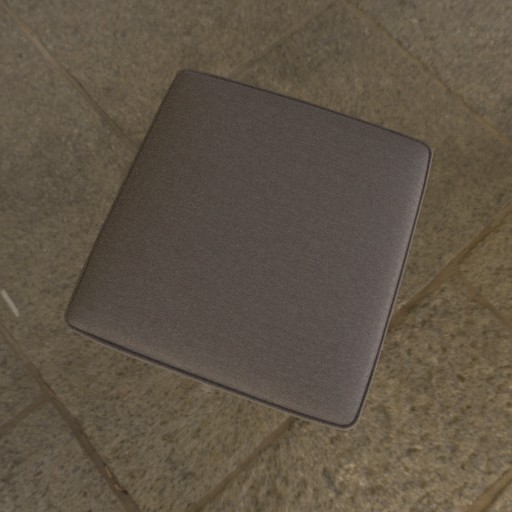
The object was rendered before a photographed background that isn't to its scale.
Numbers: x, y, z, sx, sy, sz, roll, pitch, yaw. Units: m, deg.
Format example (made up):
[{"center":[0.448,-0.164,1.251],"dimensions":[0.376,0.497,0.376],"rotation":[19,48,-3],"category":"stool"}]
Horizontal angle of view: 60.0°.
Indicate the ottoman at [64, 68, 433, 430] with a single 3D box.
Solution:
[{"center":[0.000,0.000,1.408],"dimensions":[0.808,0.612,0.871],"rotation":[19,76,5],"category":"ottoman"}]
